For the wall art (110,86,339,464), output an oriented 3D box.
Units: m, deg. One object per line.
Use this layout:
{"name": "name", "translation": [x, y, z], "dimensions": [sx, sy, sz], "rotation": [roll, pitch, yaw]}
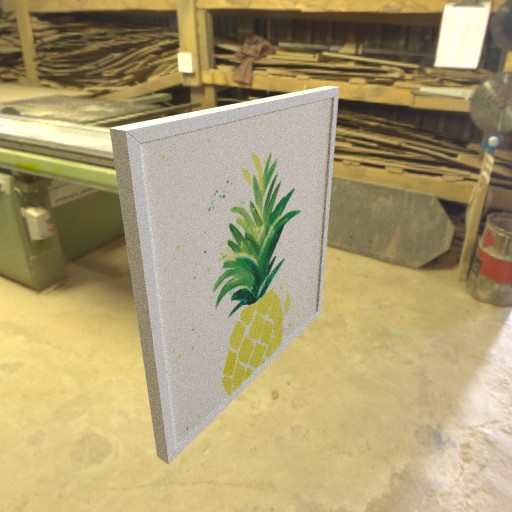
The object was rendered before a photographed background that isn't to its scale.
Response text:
{"name": "wall art", "translation": [0.000, 0.000, 1.148], "dimensions": [0.038, 0.761, 0.763], "rotation": [17, 32, 31]}
